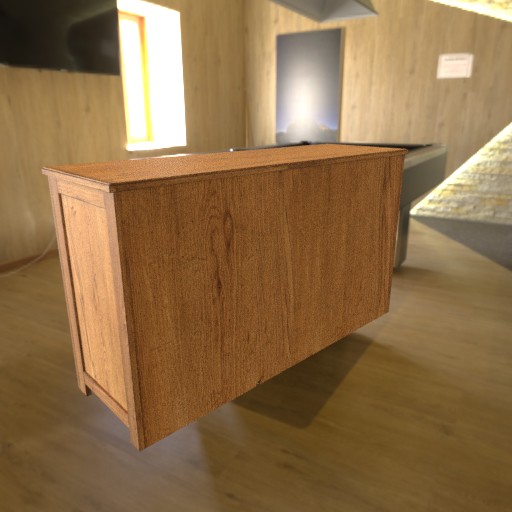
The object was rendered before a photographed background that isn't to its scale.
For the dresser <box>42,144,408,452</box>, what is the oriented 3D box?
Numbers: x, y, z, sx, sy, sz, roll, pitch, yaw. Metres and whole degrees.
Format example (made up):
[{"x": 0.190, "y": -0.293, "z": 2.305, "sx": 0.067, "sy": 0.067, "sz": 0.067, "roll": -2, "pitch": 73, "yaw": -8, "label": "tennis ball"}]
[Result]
[{"x": 0.000, "y": 0.000, "z": 2.110, "sx": 1.657, "sy": 0.932, "sz": 0.563, "roll": -17, "pitch": 24, "yaw": -41, "label": "dresser"}]
